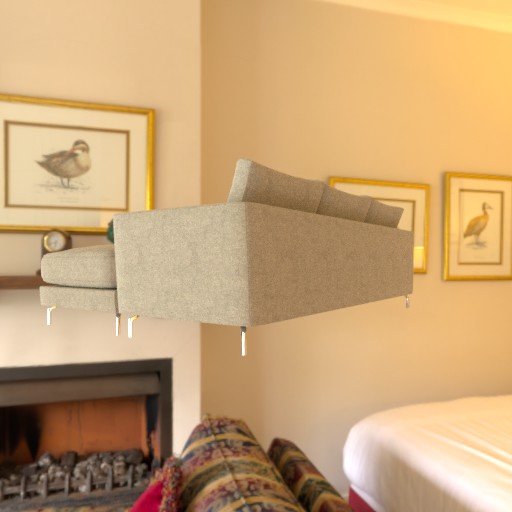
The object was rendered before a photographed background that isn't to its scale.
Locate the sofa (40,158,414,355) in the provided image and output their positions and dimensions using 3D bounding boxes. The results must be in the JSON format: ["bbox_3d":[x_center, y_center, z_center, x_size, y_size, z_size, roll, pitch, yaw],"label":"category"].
[{"bbox_3d":[0.000,0.000,3.241,1.626,0.864,2.438,0,-1,35],"label":"sofa"}]
